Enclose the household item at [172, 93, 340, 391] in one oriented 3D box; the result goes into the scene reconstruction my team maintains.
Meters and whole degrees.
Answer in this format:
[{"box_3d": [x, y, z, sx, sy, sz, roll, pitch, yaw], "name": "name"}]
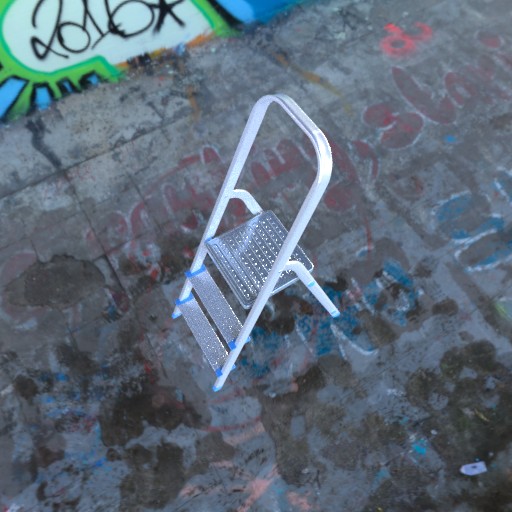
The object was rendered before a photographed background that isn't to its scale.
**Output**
[{"box_3d": [0.000, 0.000, 1.568, 0.687, 1.215, 0.420, -29, 66, -14], "name": "household item"}]
